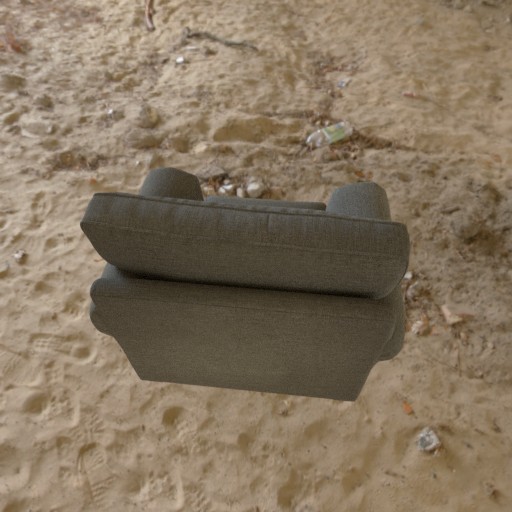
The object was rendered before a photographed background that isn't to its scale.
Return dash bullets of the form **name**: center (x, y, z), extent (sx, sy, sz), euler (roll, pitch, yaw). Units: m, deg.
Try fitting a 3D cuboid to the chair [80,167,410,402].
- **chair**: center (0.000, 0.000, 1.835), extent (1.092, 0.961, 0.965), euler (5, 47, 4)
